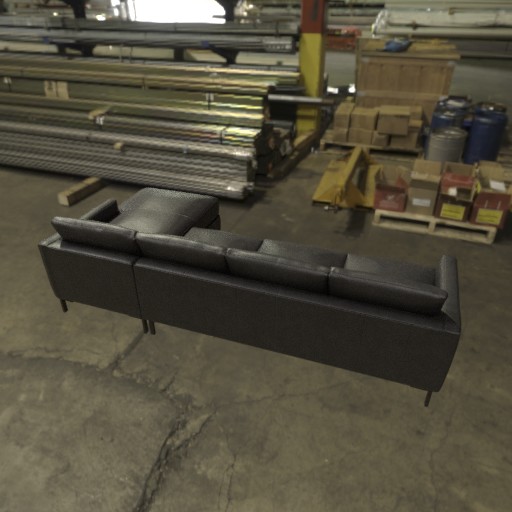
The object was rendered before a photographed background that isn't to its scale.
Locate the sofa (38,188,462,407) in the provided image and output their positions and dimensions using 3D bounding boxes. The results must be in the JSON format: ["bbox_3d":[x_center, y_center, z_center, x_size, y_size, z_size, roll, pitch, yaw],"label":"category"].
[{"bbox_3d":[0.000,0.000,3.604,2.993,0.859,1.471,11,34,16],"label":"sofa"}]
